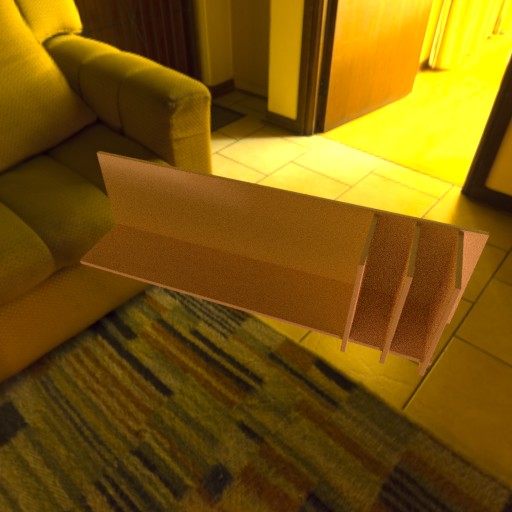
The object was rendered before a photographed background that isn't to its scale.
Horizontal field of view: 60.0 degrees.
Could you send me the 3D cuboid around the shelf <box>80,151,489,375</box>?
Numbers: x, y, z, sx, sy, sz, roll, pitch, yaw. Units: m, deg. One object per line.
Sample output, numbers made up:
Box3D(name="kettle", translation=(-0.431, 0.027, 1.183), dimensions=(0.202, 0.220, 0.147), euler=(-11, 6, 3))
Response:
Box3D(name="shelf", translation=(0.000, 0.000, 1.140), dimensions=(1.020, 0.300, 0.200), euler=(14, 44, 15))
